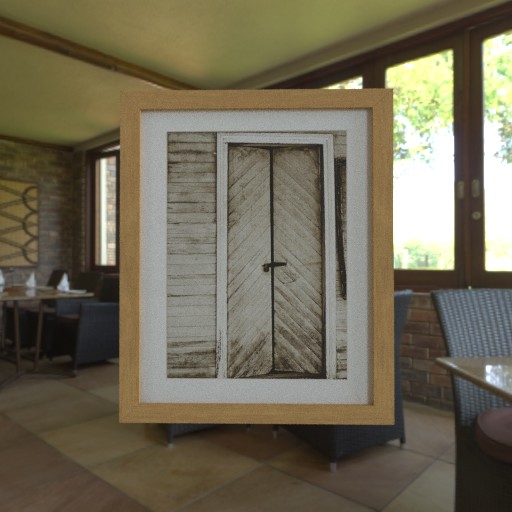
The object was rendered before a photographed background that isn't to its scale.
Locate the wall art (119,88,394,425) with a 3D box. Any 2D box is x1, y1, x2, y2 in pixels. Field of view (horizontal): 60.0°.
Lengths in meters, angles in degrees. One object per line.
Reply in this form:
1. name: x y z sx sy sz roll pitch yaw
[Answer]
1. wall art: 0.000 0.000 0.753 0.460 0.561 0.020 0 -1 1
